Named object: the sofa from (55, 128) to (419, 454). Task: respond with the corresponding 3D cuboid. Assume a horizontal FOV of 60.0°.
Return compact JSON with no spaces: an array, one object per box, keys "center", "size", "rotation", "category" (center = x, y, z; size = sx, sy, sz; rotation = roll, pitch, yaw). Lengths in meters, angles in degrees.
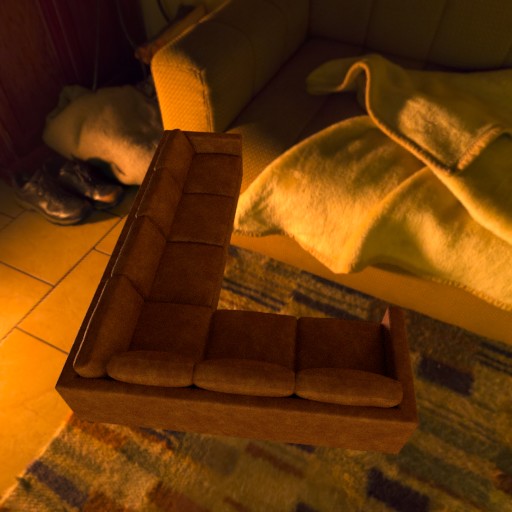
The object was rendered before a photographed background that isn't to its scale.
[{"center":[0.000,0.000,4.157],"size":[2.438,0.838,3.150],"rotation":[4,49,4],"category":"sofa"}]
